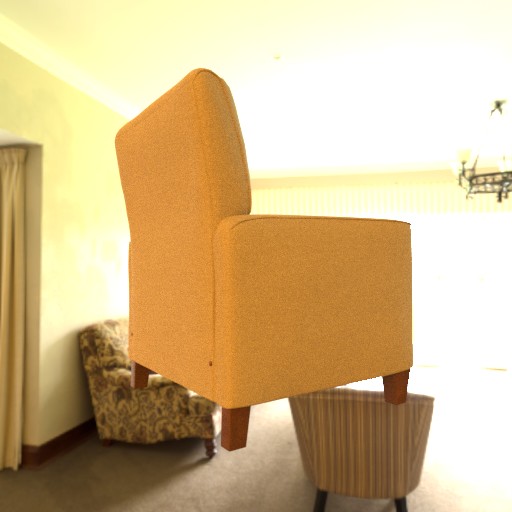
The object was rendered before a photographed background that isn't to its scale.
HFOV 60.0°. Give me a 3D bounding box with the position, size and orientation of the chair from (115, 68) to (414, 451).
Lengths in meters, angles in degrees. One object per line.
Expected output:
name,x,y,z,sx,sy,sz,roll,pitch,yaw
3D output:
chair,0.000,0.000,1.640,0.858,1.023,0.841,1,-2,-35
